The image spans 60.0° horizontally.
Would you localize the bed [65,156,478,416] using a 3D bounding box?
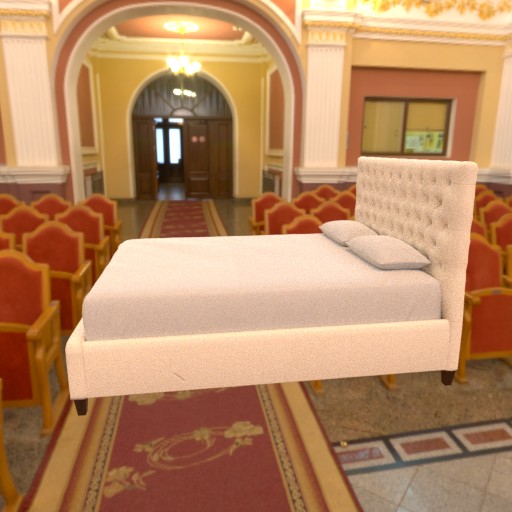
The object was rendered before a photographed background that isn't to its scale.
[{"bbox_3d":[0.000,0.000,3.338,2.387,1.427,1.698,-2,14,-8],"label":"bed"}]
